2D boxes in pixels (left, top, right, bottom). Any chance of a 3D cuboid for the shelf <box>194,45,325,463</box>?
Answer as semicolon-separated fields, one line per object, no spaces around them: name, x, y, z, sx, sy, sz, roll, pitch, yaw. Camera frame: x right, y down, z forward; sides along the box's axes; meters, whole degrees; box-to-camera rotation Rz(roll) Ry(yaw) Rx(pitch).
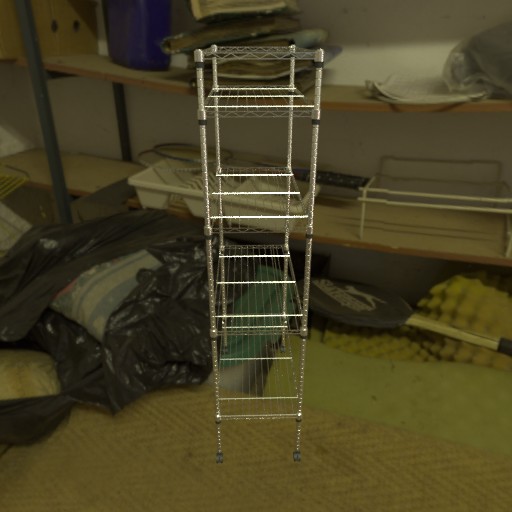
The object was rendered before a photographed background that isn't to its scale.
shelf;0.000;0.000;1.859;0.356;1.587;0.762;-1;26;-1
